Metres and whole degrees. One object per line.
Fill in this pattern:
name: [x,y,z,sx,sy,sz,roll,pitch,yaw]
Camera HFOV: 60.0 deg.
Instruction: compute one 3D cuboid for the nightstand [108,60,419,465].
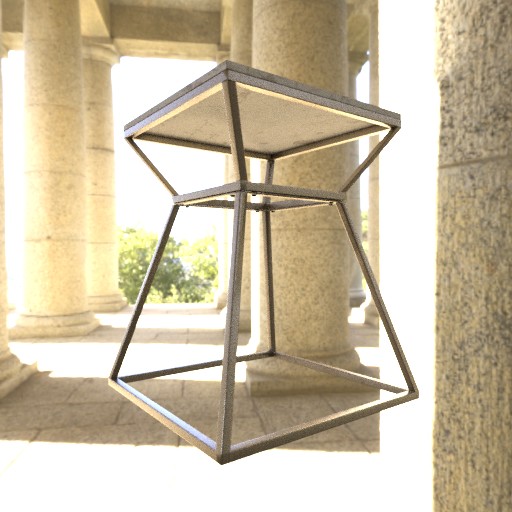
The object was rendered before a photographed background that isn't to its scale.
nightstand: [0.000,0.000,0.905,0.455,0.554,0.455,0,1,-37]
